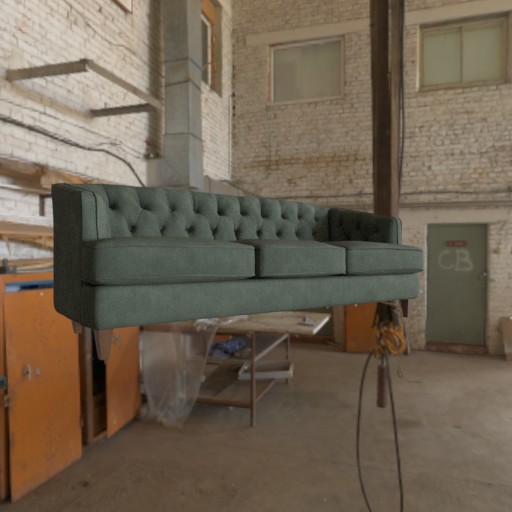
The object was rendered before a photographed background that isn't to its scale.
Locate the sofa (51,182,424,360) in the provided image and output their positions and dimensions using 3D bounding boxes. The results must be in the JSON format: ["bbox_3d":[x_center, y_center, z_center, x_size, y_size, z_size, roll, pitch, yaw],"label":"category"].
[{"bbox_3d":[0.000,0.000,2.755,2.278,0.855,0.941,0,0,-37],"label":"sofa"}]
